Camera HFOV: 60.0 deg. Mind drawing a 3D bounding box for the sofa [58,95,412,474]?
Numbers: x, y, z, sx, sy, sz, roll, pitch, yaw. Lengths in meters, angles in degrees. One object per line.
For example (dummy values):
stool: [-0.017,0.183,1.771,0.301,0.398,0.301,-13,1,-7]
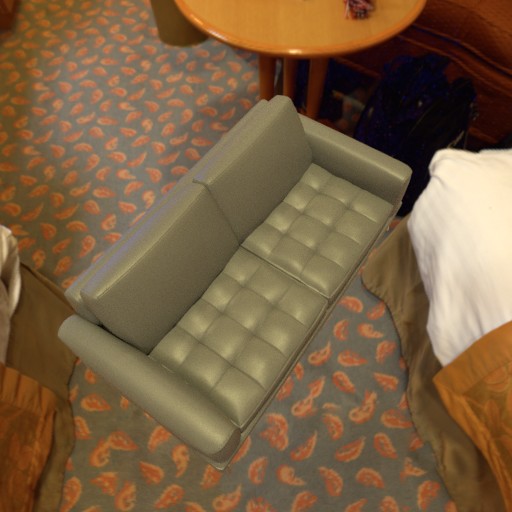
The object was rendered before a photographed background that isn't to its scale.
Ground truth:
sofa: [0.000,0.000,2.729,1.121,0.930,2.177,31,64,17]
